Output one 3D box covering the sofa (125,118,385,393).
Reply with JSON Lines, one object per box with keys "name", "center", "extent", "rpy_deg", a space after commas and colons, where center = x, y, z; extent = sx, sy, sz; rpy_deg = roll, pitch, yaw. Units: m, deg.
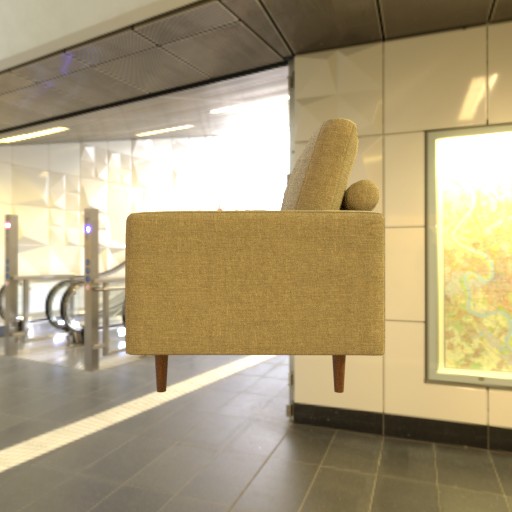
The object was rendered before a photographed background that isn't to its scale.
{"name": "sofa", "center": [0.000, 0.000, 2.018], "extent": [0.842, 0.907, 1.407], "rpy_deg": [0, 0, 0]}
